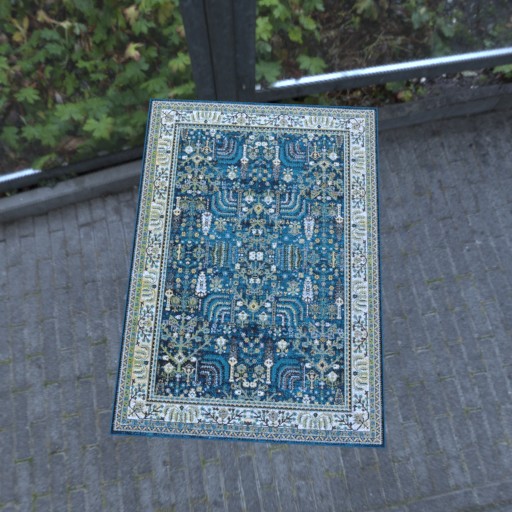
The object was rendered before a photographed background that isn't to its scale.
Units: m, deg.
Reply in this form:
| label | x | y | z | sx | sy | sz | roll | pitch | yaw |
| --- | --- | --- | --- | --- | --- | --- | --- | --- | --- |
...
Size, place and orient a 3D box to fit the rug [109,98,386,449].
| label | x | y | z | sx | sy | sz | roll | pitch | yaw |
| --- | --- | --- | --- | --- | --- | --- | --- | --- | --- |
| rug | 0.000 | 0.000 | 2.828 | 1.594 | 0.013 | 2.213 | 3 | 75 | 1 |
